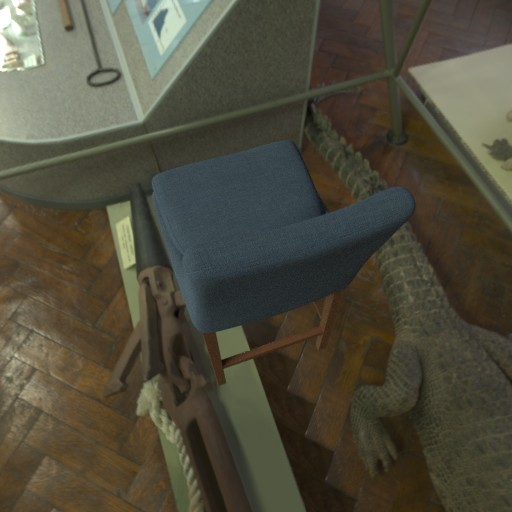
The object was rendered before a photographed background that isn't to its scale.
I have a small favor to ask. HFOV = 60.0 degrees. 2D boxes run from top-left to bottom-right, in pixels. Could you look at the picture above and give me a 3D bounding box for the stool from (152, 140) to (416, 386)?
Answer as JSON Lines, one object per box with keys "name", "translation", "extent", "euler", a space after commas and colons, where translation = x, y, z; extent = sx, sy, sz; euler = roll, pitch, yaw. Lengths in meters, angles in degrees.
{"name": "stool", "translation": [0.000, 0.000, 1.270], "extent": [0.470, 0.981, 0.577], "euler": [-17, 61, -10]}
